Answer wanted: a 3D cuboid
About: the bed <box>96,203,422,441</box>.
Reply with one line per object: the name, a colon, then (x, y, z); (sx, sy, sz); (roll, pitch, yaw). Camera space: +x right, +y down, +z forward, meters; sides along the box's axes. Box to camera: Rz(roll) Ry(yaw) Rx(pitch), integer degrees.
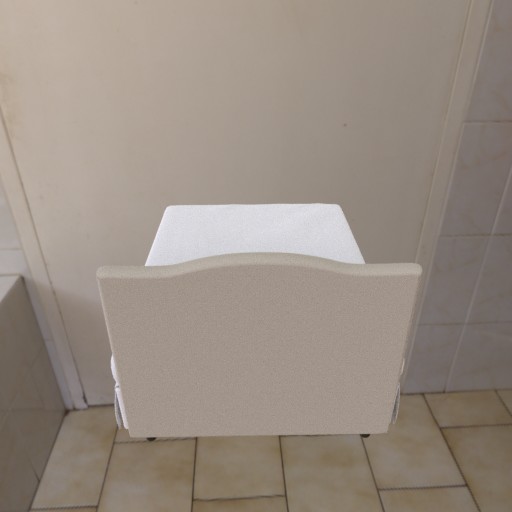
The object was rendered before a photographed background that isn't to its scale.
bed: (0.000, 0.000, 3.661); (1.977, 1.437, 2.477); (-1, 31, -1)
